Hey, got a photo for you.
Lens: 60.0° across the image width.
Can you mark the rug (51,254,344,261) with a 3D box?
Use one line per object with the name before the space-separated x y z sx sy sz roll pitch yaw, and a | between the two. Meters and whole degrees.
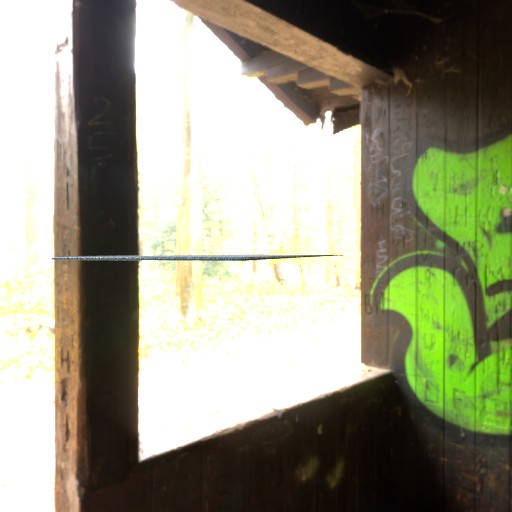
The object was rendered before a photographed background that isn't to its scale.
rug | 0.000 0.000 2.358 0.662 0.011 2.196 0 0 18
